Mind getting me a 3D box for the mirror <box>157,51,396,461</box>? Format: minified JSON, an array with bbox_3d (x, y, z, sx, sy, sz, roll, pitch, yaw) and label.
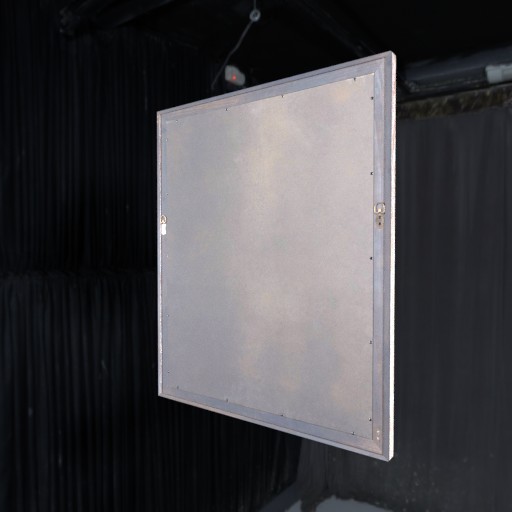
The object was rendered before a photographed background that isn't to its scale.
[{"bbox_3d":[0.000,0.000,1.178,0.730,0.882,0.032,1,1,36],"label":"mirror"}]
